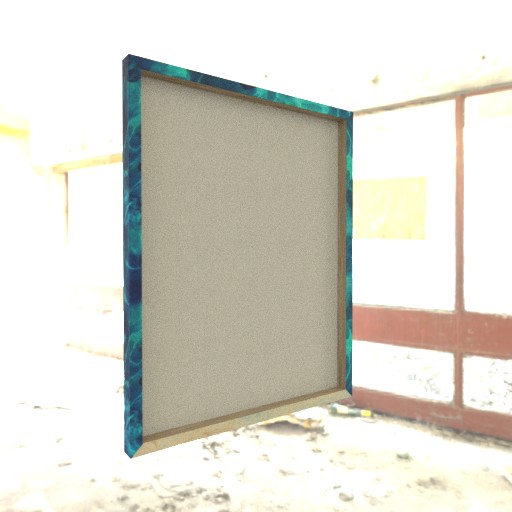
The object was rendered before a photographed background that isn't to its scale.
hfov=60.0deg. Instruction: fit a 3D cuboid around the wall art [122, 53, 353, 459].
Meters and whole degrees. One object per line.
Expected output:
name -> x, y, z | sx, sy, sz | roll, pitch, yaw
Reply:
wall art -> 0.000, 0.000, 1.022 | 0.609, 0.760, 0.038 | -1, 1, -36
